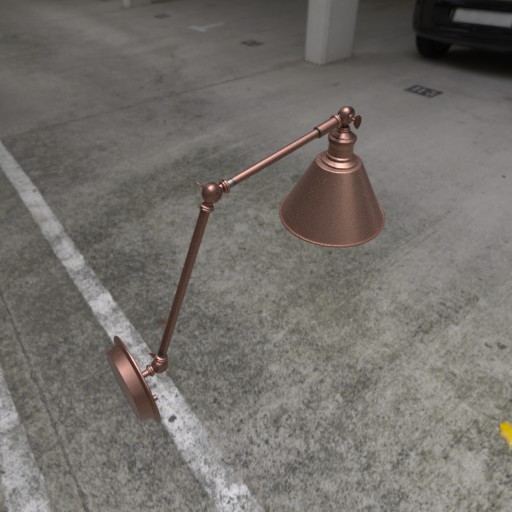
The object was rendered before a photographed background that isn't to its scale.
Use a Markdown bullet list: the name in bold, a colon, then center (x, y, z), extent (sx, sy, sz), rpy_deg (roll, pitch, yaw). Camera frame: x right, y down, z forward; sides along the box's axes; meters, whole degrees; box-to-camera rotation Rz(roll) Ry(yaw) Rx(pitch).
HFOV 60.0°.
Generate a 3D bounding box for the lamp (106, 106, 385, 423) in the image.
- **lamp**: center (0.000, 0.000, 0.865), extent (0.624, 0.502, 0.223), rpy_deg (-26, 48, -27)
